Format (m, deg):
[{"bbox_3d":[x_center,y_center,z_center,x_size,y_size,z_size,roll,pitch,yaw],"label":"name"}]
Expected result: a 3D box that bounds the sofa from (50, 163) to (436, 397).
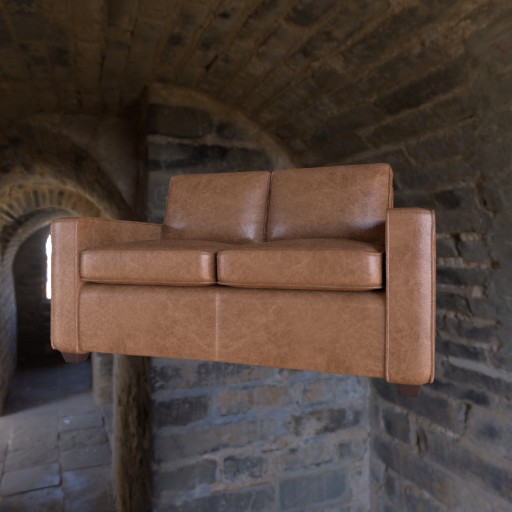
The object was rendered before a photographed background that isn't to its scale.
[{"bbox_3d":[0.000,0.000,2.081,1.532,0.896,1.020,0,1,19],"label":"sofa"}]
